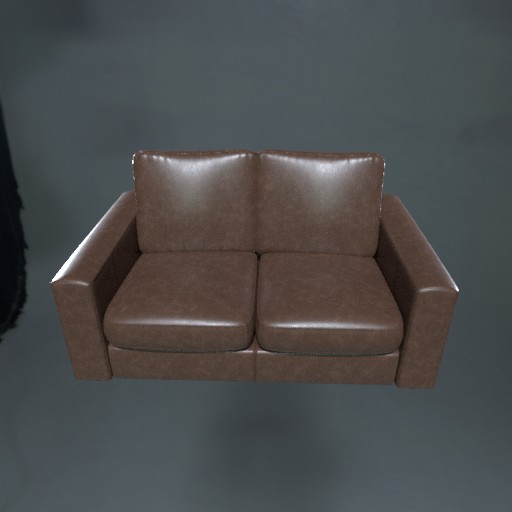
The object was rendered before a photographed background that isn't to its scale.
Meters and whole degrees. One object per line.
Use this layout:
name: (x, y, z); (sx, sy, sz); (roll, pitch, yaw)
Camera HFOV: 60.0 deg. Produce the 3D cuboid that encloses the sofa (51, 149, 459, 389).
sofa: (0.000, 0.000, 2.192); (1.616, 0.873, 1.016); (1, 29, 2)
